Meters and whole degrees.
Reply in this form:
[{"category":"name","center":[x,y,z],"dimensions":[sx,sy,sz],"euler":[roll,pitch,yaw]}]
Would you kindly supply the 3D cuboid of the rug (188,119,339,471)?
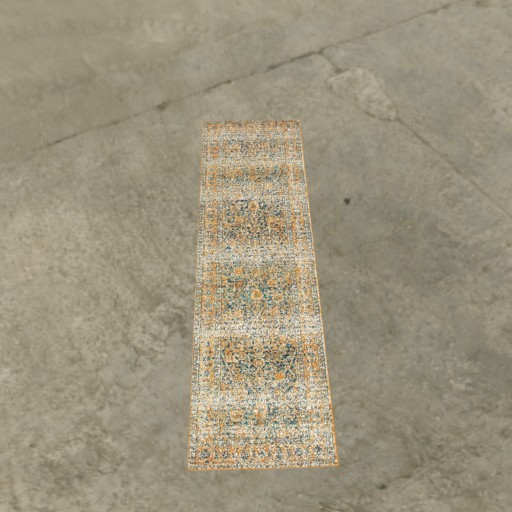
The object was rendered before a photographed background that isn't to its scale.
[{"category":"rug","center":[0.000,0.000,2.639],"dimensions":[0.704,0.014,2.294],"euler":[-1,59,-1]}]
